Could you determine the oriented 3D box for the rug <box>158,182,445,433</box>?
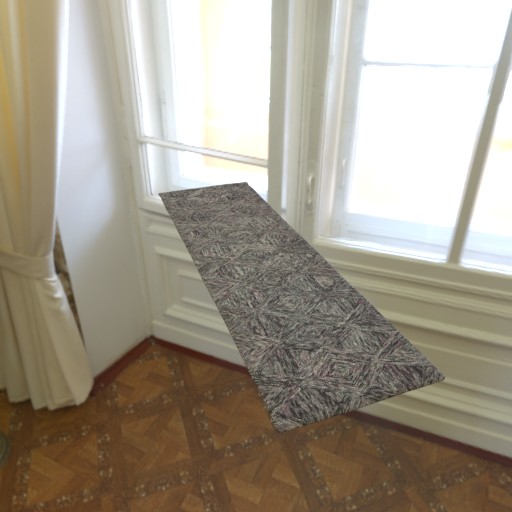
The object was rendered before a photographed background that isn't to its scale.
[{"bbox_3d":[0.000,0.000,2.529,0.719,0.013,2.305,-11,32,-18],"label":"rug"}]
